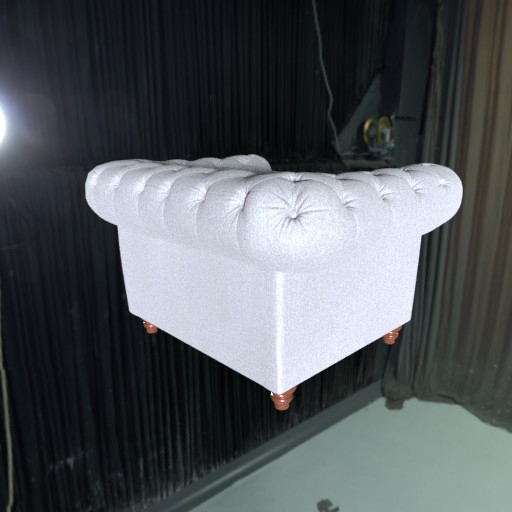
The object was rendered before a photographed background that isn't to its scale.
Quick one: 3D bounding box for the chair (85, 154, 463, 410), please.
[{"bbox_3d":[0.000,0.000,1.834,0.976,0.770,1.270,-14,21,-42],"label":"chair"}]
